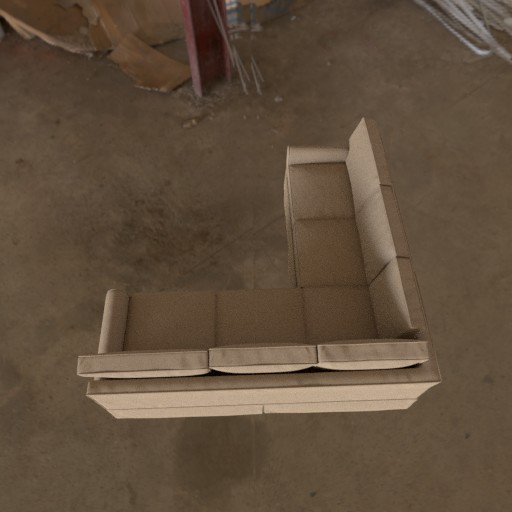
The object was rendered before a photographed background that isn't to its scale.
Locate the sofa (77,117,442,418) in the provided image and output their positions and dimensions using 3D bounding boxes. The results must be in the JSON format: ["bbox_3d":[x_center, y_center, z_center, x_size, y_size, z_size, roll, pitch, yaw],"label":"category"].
[{"bbox_3d":[0.000,0.000,4.278,2.733,1.124,2.730,-2,59,-1],"label":"sofa"}]
